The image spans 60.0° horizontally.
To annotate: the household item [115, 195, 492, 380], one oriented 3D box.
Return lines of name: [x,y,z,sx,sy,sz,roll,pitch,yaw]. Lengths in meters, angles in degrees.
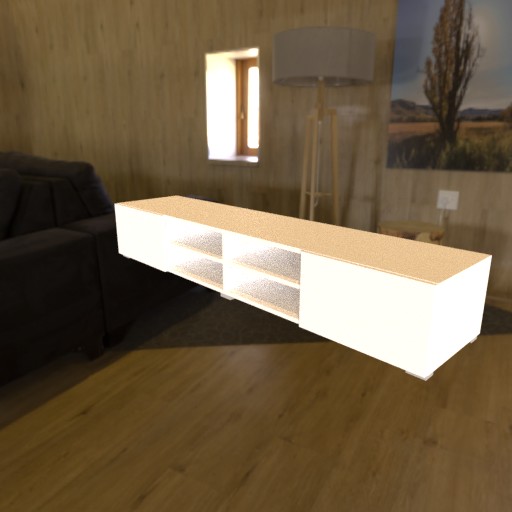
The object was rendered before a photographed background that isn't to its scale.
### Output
household item: [0.000,0.000,2.034,0.420,0.310,1.850,-15,22,-42]
